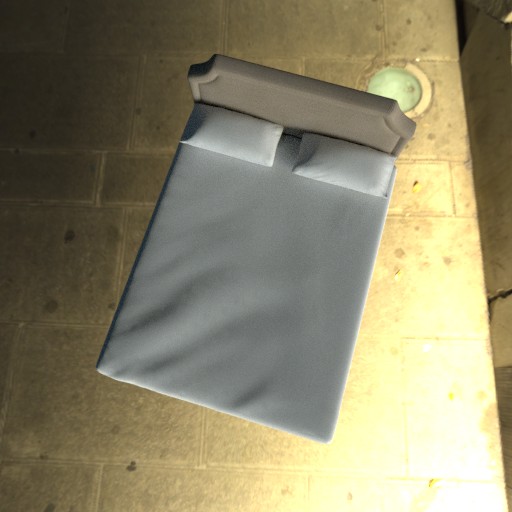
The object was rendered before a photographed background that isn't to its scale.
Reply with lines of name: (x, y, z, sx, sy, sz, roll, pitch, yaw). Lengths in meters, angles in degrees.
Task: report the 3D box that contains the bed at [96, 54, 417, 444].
bed: (0.000, 0.000, 3.536, 1.977, 1.293, 2.498, 16, 76, 4)
